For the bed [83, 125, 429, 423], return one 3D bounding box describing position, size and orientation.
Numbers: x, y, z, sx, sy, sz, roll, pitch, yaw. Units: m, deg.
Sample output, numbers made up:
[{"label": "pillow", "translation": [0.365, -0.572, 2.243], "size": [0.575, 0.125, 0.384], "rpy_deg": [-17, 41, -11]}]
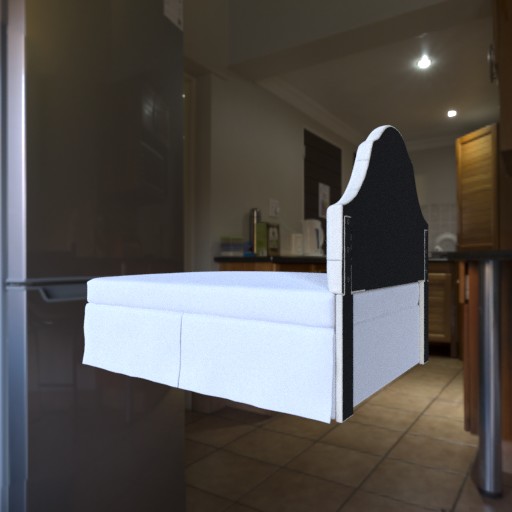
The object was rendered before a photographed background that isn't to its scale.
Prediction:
[{"label": "bed", "translation": [0.000, 0.000, 3.311], "size": [2.092, 1.575, 1.627], "rpy_deg": [0, 0, 36]}]
